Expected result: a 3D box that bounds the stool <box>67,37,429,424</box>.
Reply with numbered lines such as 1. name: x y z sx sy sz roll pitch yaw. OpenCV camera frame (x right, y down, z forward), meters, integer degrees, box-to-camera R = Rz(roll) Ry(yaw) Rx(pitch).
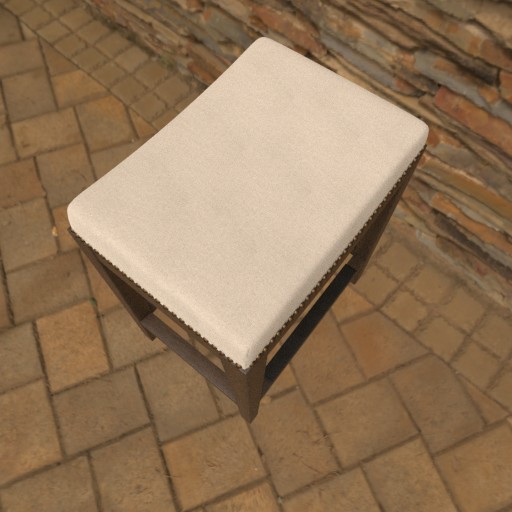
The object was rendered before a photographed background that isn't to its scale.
1. stool: 0.000 0.000 0.938 0.361 0.642 0.500 36 69 16
